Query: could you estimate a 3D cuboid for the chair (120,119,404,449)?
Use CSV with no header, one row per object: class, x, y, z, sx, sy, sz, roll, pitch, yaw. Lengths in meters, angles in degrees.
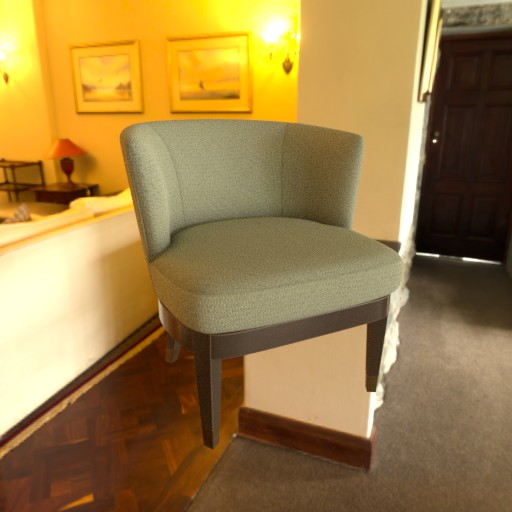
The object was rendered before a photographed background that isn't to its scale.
chair,0.000,0.000,1.287,0.700,0.760,0.660,-9,19,-26
